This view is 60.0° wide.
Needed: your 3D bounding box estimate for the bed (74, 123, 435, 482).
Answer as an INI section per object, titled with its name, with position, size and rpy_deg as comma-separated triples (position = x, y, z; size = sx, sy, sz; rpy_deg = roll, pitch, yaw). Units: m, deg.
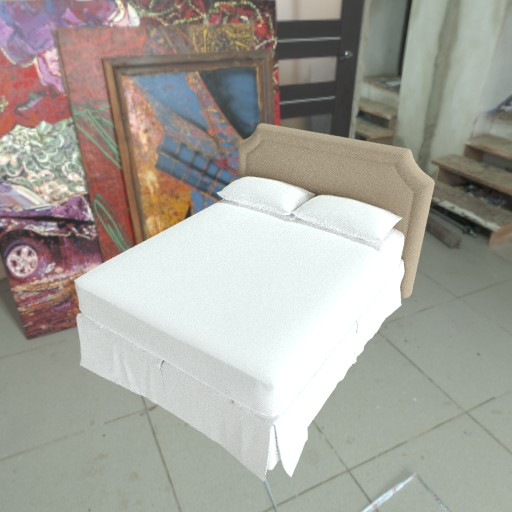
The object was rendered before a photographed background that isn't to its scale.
[bed]
position = 0.000, 0.000, 3.258
size = 1.828, 1.301, 2.204
rpy_deg = 20, 36, 29
